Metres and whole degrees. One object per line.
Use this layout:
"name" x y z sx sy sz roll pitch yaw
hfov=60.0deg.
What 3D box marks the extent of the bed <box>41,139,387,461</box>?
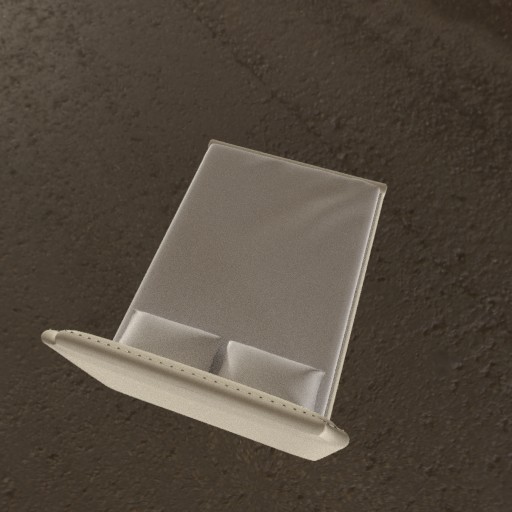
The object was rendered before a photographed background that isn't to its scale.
"bed" 0.000 0.000 3.310 1.712 1.443 2.372 16 63 9
